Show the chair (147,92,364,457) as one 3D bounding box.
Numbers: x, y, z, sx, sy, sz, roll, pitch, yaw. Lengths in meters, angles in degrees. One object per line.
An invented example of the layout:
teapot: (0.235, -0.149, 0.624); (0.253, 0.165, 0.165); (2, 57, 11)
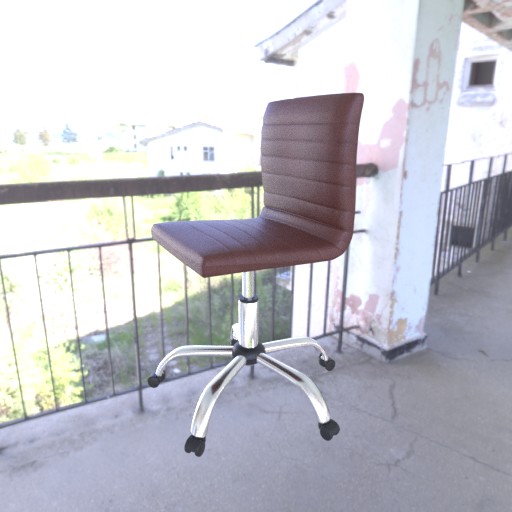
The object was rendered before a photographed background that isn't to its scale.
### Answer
chair: (0.000, 0.000, 1.135); (0.530, 0.780, 0.556); (-8, 18, -27)
